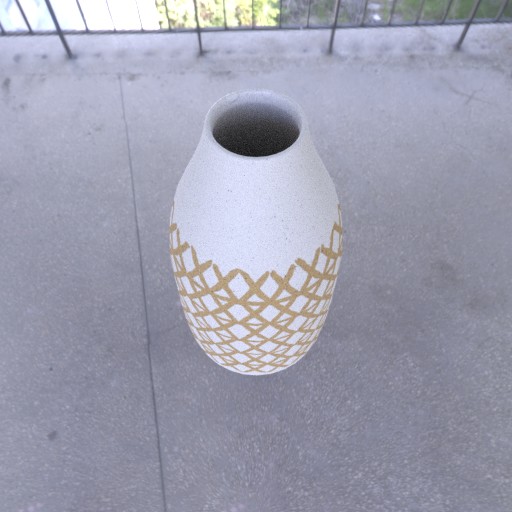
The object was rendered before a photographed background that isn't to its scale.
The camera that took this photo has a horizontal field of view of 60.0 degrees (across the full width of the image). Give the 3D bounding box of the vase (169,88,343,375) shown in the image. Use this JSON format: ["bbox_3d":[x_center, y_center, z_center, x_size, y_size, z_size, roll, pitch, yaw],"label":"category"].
[{"bbox_3d":[0.000,0.000,0.485,0.186,0.380,0.186,0,59,0],"label":"vase"}]
